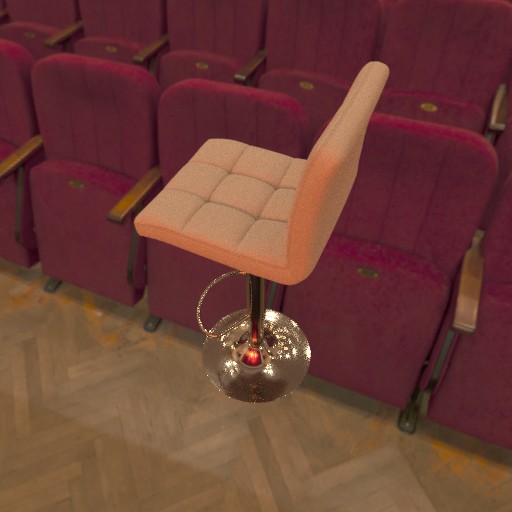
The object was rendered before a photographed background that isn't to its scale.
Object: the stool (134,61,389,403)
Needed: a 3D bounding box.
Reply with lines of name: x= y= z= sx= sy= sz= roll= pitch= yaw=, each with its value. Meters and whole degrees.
stool: x=0.000 y=0.000 z=1.342 sx=0.505 sy=1.115 sz=0.430 roll=18 pitch=49 yaw=16
